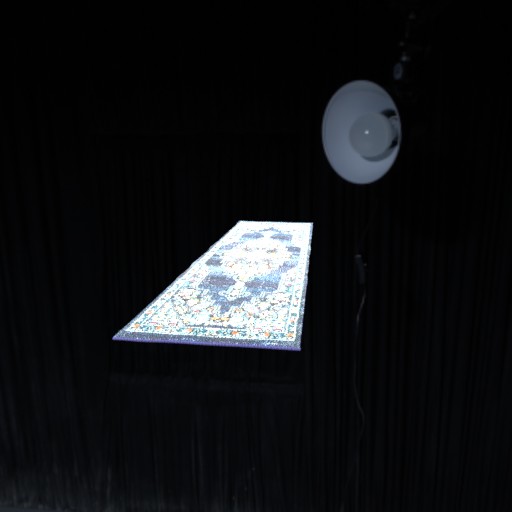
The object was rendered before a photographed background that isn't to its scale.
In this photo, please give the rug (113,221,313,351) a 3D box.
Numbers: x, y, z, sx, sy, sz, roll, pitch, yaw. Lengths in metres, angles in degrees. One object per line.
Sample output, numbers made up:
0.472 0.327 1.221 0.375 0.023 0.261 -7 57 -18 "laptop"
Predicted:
0.000 0.000 2.461 0.602 0.016 2.283 2 14 8 "rug"
